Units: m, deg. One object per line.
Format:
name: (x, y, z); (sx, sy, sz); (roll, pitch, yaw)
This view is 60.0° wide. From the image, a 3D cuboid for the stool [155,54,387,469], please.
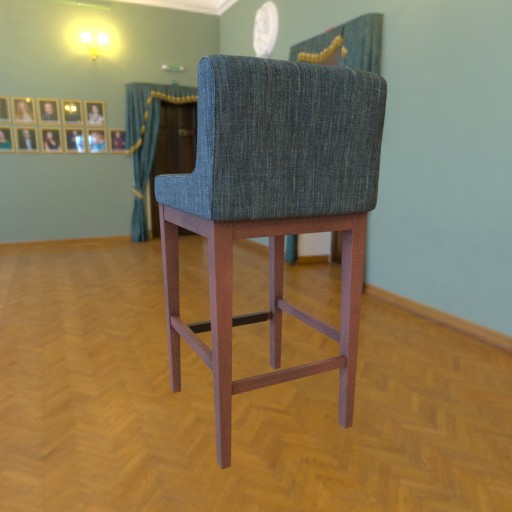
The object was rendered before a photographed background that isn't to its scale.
stool: (0.000, 0.000, 1.106); (0.395, 0.835, 0.459); (-6, 13, -26)
